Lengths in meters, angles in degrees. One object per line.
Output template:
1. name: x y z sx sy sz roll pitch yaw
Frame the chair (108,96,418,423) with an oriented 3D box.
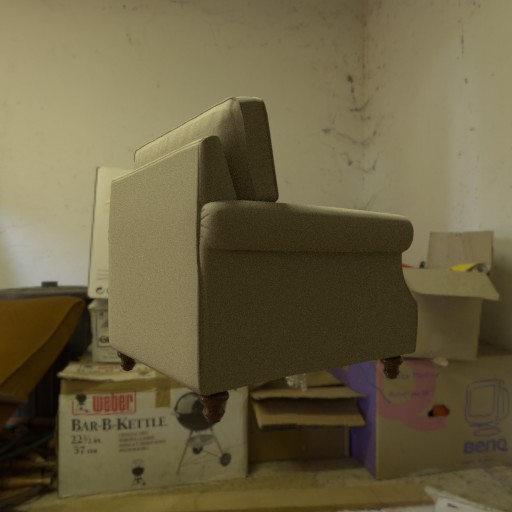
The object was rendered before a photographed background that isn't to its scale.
1. chair: 0.000 0.000 1.809 0.966 0.967 1.029 0 0 -35
